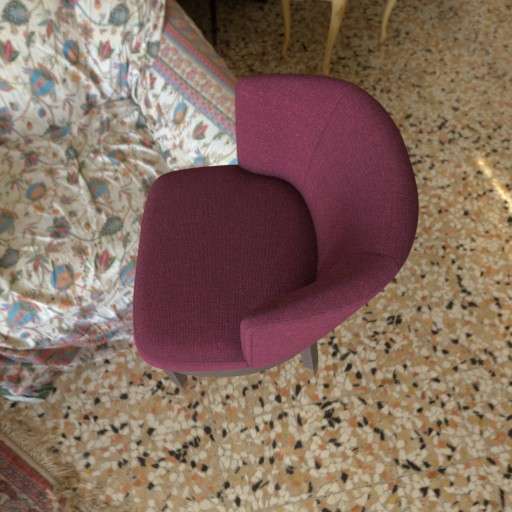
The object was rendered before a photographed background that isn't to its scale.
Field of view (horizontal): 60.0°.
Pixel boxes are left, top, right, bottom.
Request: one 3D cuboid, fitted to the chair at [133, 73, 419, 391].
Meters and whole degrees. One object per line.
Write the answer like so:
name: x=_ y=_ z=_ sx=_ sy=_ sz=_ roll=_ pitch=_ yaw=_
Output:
chair: x=0.000 y=0.000 z=1.252 sx=0.660 sy=0.760 sz=0.700 roll=-2 pitch=58 yaw=-1
